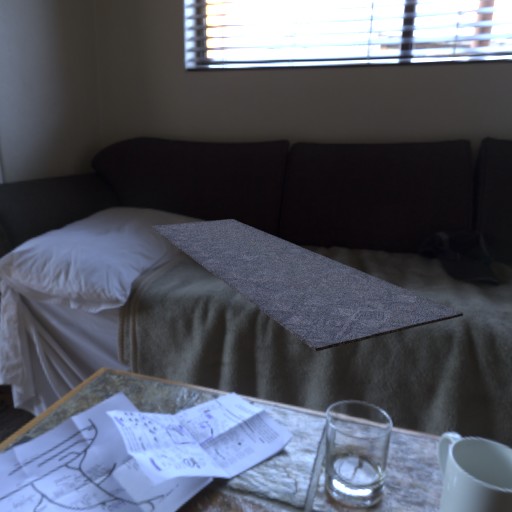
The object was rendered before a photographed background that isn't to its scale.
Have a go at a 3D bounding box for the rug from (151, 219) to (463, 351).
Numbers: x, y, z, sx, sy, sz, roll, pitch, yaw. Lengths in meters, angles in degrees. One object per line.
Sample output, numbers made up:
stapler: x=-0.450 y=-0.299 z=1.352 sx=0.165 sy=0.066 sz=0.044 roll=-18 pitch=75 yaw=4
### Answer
rug: x=0.000 y=0.000 z=2.571 sx=0.691 sy=0.011 sz=2.296 roll=-7 pitch=17 yaw=-25
